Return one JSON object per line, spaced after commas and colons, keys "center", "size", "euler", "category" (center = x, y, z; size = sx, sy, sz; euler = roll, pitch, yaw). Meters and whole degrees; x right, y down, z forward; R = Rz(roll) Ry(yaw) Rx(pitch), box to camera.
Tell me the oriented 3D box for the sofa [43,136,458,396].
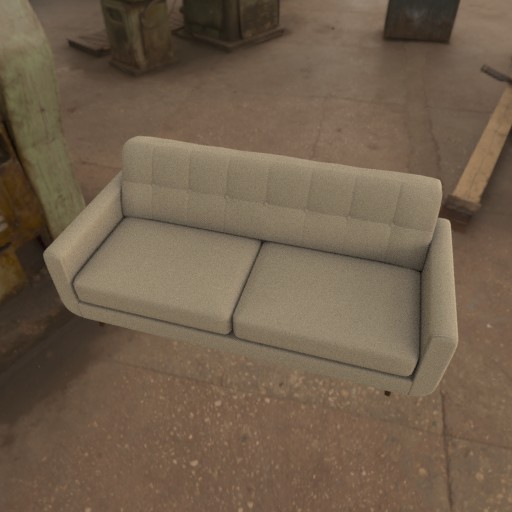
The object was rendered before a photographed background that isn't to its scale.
{"center": [0.000, 0.000, 2.607], "size": [2.137, 0.892, 0.980], "euler": [11, 43, 12], "category": "sofa"}
